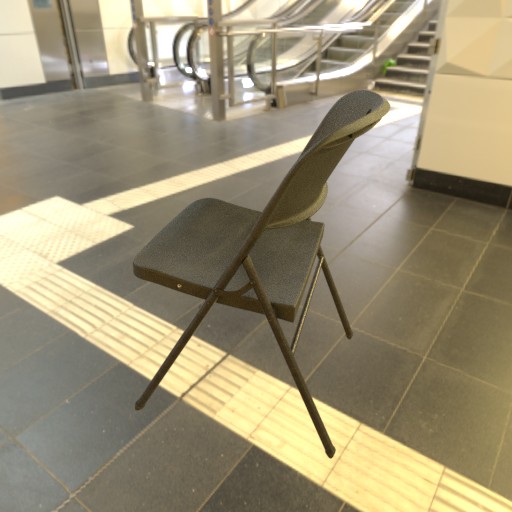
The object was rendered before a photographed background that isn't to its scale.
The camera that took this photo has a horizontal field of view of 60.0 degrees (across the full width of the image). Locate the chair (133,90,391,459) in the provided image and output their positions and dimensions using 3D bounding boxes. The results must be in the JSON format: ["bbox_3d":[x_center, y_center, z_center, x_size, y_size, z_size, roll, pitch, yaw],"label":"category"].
[{"bbox_3d":[0.000,0.000,1.164,0.566,0.810,0.494,8,31,14],"label":"chair"}]
